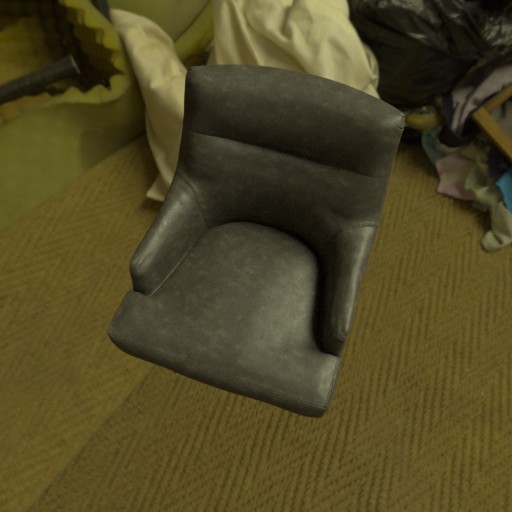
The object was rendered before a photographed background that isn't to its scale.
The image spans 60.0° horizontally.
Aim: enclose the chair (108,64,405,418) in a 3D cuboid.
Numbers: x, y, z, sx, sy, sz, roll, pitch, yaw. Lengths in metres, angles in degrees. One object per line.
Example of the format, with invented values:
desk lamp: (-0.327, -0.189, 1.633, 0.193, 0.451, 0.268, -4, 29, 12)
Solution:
chair: (0.000, 0.000, 1.515, 0.738, 0.870, 0.874, 16, 59, 10)
